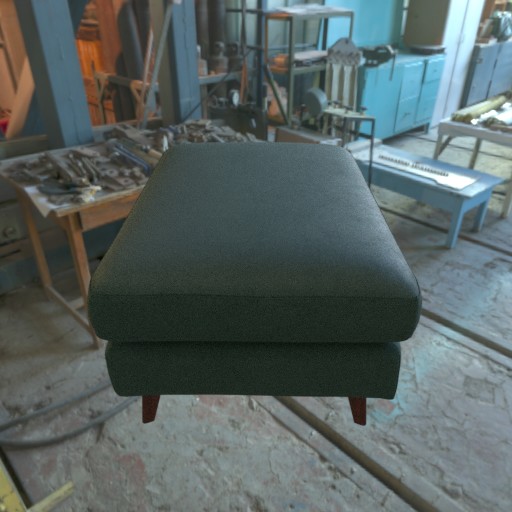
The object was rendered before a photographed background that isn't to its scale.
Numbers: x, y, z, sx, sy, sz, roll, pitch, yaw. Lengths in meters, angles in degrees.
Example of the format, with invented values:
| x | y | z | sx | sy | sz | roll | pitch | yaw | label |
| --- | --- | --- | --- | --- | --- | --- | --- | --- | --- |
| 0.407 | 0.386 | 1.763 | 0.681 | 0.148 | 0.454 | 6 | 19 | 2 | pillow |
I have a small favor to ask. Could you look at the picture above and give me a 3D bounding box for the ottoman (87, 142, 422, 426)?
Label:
| x | y | z | sx | sy | sz | roll | pitch | yaw | label |
| --- | --- | --- | --- | --- | --- | --- | --- | --- | --- |
| 0.000 | 0.000 | 1.168 | 0.608 | 0.449 | 0.811 | 0 | 32 | 1 | ottoman |
